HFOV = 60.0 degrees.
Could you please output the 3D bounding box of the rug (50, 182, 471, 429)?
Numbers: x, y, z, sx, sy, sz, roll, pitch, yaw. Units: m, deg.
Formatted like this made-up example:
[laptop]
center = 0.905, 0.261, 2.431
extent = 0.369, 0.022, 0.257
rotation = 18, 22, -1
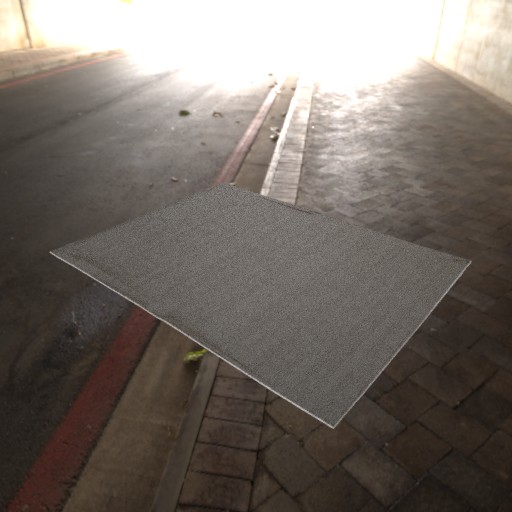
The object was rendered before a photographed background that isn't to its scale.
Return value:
[rug]
center = 0.000, 0.000, 4.953
extent = 3.778, 0.053, 2.873
rotation = 23, 37, 34
